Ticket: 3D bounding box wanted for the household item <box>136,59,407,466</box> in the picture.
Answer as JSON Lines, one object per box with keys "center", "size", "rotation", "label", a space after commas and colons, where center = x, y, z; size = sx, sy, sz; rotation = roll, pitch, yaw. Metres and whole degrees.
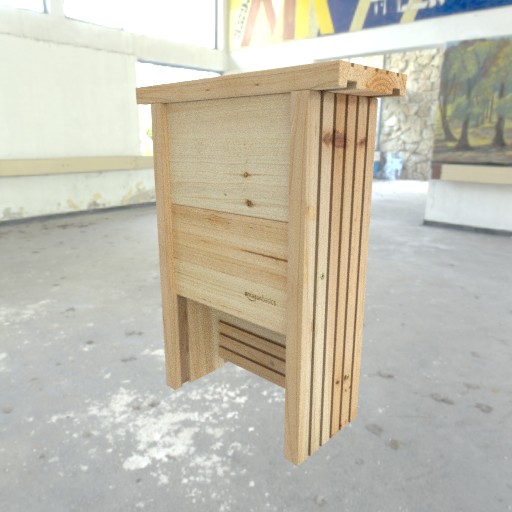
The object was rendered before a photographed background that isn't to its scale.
{"center": [0.000, 0.000, 0.552], "size": [0.301, 0.407, 0.123], "rotation": [14, 20, 41], "label": "household item"}
